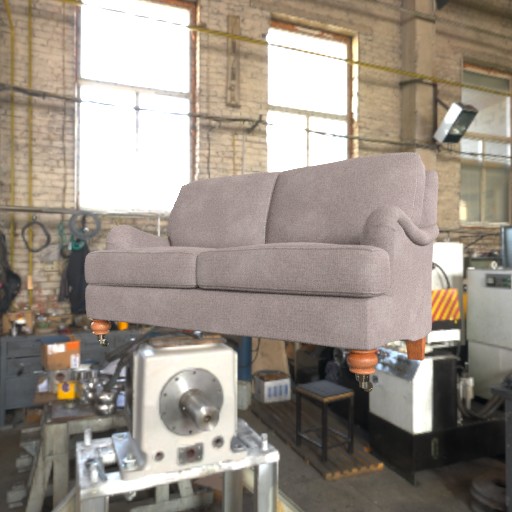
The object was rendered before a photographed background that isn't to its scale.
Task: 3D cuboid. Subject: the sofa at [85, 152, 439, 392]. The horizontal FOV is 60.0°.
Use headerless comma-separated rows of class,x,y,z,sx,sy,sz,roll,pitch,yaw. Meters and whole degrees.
sofa,0.000,0.000,2.567,1.853,1.101,1.084,-1,-1,35
